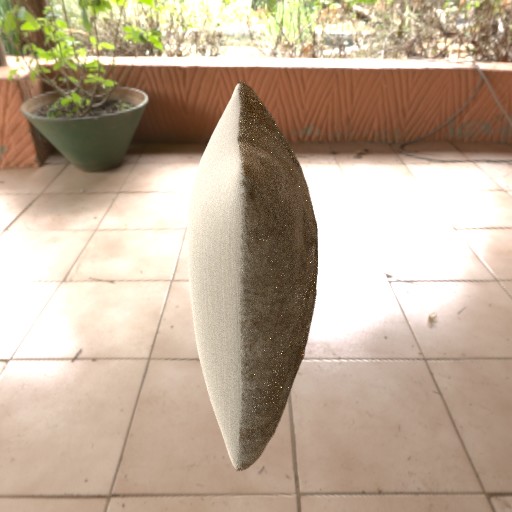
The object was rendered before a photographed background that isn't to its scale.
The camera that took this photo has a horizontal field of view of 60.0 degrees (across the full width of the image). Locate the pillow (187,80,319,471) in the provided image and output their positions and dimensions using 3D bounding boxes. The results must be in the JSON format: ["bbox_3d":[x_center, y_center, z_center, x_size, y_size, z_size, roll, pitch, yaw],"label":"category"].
[{"bbox_3d":[0.000,0.000,0.809,0.216,0.525,0.538,-1,31,-1],"label":"pillow"}]
